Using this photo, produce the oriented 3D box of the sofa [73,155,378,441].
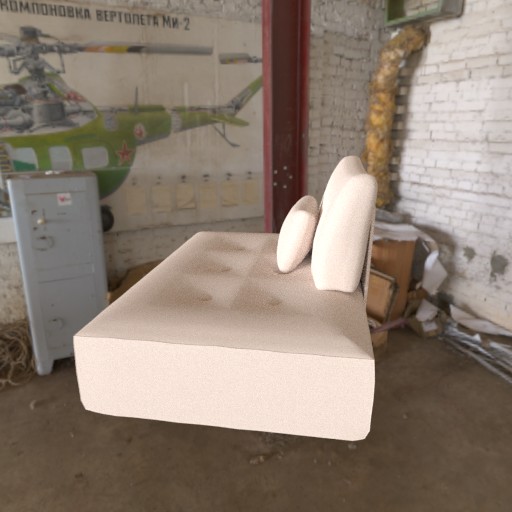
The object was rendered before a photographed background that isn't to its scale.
[{"bbox_3d":[0.000,0.000,2.045,1.000,0.820,1.450,3,17,9],"label":"sofa"}]
